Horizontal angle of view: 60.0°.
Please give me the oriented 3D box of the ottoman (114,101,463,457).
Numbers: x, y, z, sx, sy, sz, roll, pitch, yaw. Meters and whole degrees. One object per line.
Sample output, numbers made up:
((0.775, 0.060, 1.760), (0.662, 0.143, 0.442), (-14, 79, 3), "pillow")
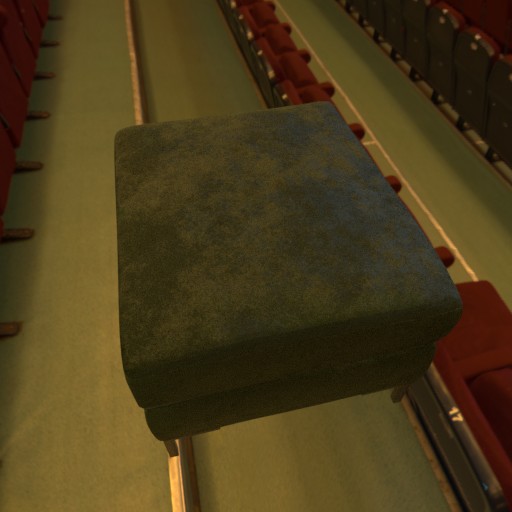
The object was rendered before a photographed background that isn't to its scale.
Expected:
((0.000, 0.000, 1.266), (0.701, 0.538, 0.839), (-10, 49, -9), "ottoman")
